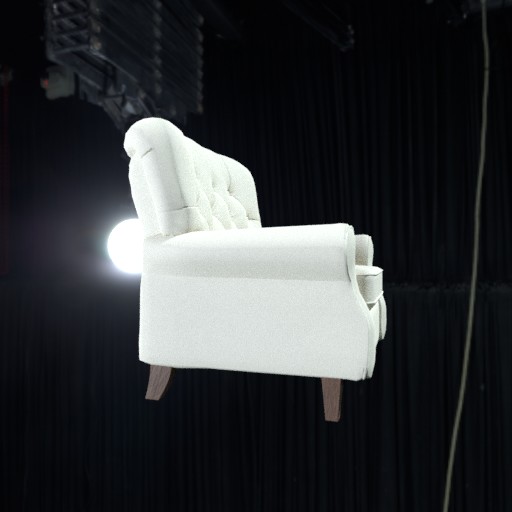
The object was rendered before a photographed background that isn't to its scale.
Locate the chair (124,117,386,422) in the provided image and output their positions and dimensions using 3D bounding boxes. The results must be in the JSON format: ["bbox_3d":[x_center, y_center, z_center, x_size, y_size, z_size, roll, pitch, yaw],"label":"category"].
[{"bbox_3d":[0.000,0.000,2.069,1.132,1.169,1.035,0,0,19],"label":"chair"}]
